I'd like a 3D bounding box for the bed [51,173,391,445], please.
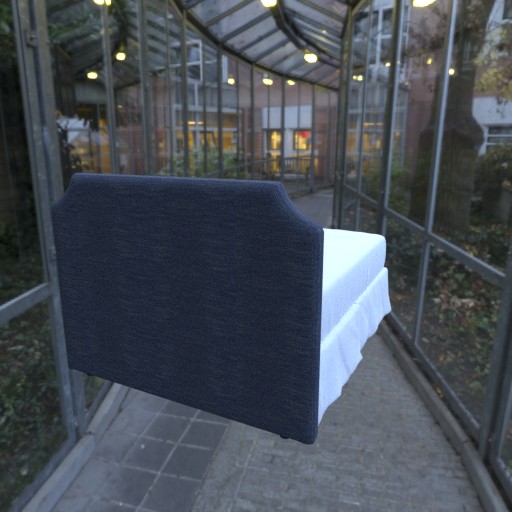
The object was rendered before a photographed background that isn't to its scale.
[{"bbox_3d":[0.000,0.000,3.267,1.693,1.290,2.116,7,16,26],"label":"bed"}]
